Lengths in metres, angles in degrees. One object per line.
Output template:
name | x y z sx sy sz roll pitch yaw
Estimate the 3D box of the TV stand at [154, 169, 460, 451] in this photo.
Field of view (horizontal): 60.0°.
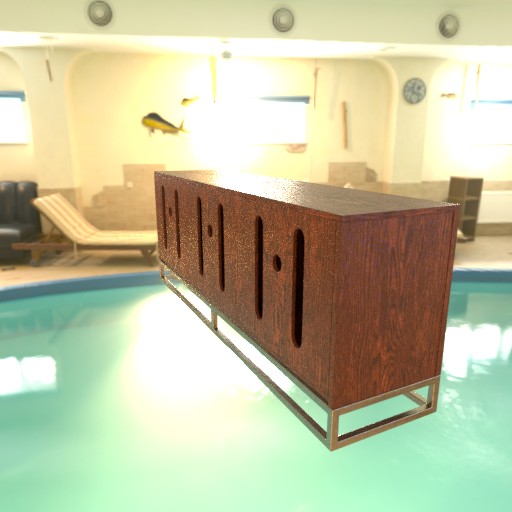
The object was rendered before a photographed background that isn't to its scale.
TV stand | 0.000 0.000 1.748 0.382 0.578 1.541 -7 16 -26
